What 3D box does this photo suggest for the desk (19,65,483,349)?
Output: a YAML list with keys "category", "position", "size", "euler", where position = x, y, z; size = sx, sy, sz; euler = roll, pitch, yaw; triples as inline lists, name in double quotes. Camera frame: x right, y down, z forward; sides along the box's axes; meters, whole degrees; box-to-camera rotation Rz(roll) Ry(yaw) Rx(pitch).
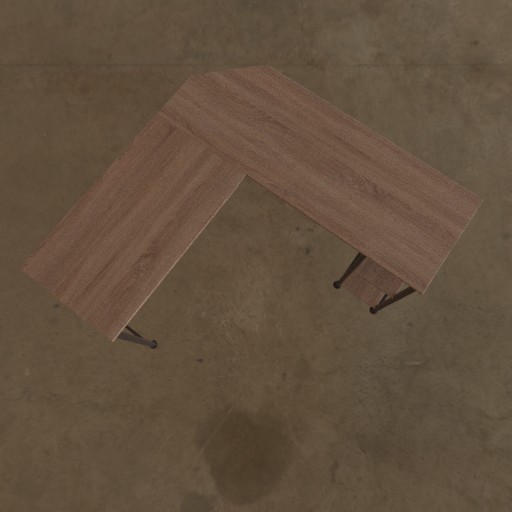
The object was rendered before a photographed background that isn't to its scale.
- category: "desk"
  position: [0.000, 0.000, 2.196]
  size: [1.379, 0.739, 1.379]
  euler: [35, 78, 9]
